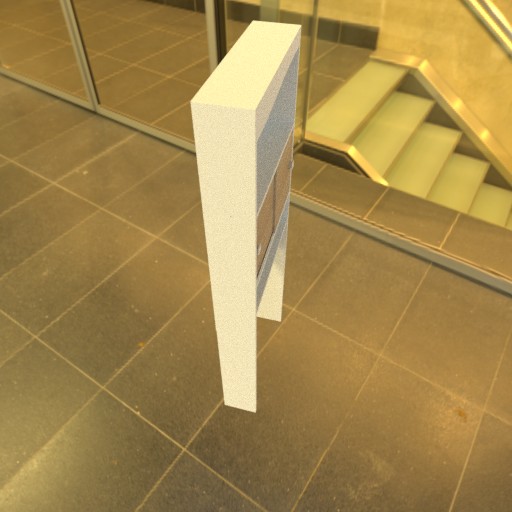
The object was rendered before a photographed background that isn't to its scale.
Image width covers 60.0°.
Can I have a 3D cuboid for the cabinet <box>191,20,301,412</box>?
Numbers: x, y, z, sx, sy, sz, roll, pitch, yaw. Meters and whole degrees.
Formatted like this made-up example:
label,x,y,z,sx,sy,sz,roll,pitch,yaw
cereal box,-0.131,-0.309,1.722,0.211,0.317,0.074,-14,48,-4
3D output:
label,x,y,z,sx,sy,sz,roll,pitch,yaw
cabinet,0.000,0.000,2.015,0.192,1.770,0.643,11,47,10
